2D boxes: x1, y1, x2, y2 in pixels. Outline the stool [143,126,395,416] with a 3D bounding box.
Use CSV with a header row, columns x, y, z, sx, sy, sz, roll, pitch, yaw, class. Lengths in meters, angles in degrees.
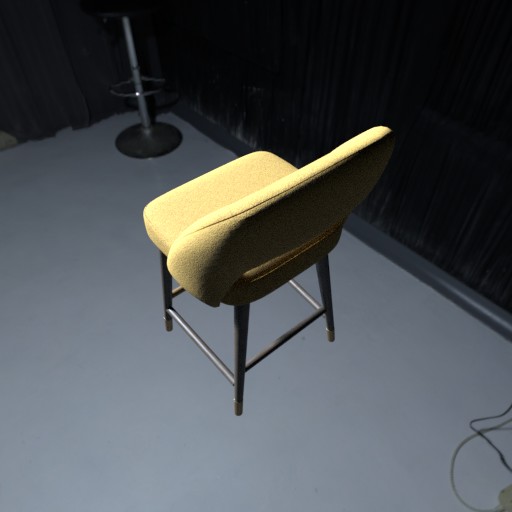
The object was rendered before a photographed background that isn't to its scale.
x,y,z,sx,sy,sz,roll,pitch,yaw,class
0.000,0.000,1.296,0.536,0.939,0.522,-31,55,-25,stool
